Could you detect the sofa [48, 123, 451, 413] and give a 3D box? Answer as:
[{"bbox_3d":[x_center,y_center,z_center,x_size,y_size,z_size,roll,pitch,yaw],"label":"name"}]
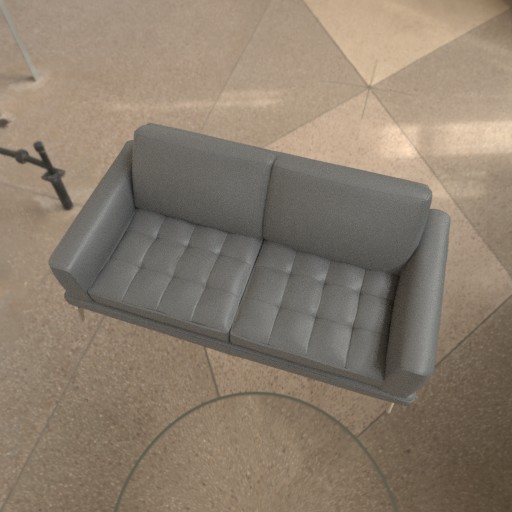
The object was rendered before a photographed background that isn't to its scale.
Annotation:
[{"bbox_3d":[0.000,0.000,2.677,2.177,0.930,1.121,15,58,9],"label":"sofa"}]
